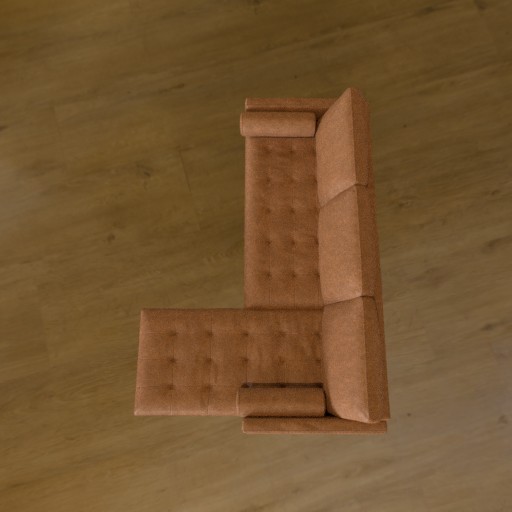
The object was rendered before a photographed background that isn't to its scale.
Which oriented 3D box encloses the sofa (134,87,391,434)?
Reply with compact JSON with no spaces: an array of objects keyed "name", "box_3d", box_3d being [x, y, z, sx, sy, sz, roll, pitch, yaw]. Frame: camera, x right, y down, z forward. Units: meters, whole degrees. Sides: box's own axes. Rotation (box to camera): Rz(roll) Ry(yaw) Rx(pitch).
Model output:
[{"name":"sofa","box_3d":[0.000,0.000,2.944,1.506,0.876,2.178,0,76,0]}]
